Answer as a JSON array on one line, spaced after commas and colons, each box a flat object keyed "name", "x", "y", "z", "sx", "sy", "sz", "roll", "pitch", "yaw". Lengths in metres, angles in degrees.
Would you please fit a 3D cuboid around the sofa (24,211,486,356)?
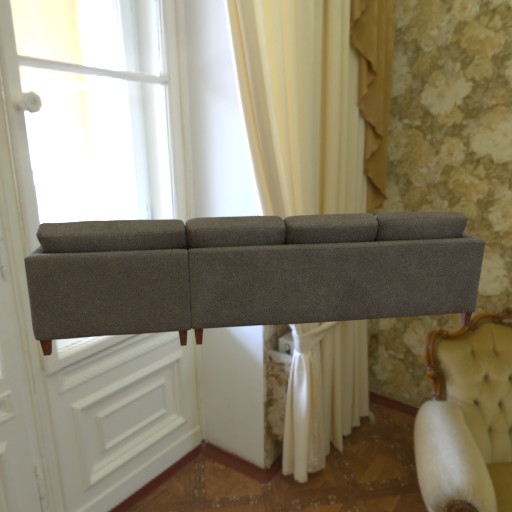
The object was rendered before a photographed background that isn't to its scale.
[{"name": "sofa", "x": 0.000, "y": 0.000, "z": 4.045, "sx": 3.471, "sy": 0.950, "sz": 1.604, "roll": -2, "pitch": 15, "yaw": -9}]
